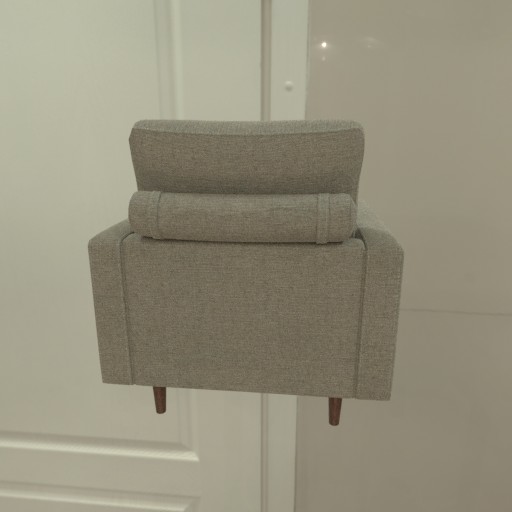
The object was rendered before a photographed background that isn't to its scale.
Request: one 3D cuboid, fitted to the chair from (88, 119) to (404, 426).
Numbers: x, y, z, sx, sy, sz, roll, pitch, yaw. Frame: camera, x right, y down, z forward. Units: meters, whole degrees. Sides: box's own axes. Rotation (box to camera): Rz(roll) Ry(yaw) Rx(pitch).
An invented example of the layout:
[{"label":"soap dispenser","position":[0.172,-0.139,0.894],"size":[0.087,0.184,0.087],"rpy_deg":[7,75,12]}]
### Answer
[{"label":"chair","position":[0.000,0.000,1.511],"size":[0.821,0.880,0.843],"rpy_deg":[2,16,6]}]
